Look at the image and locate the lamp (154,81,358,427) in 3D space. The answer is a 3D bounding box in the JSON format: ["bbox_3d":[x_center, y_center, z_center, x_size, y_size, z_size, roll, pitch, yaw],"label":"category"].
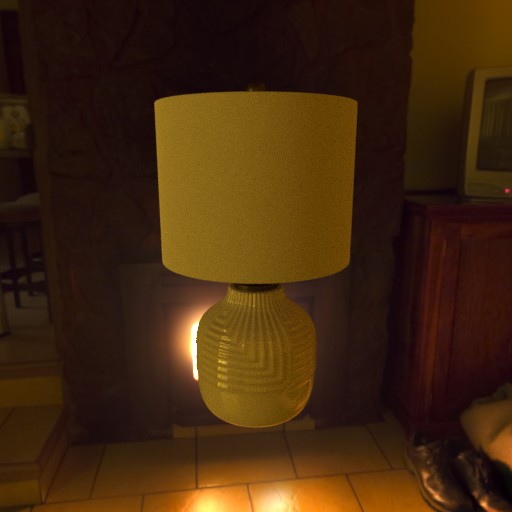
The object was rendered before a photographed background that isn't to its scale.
[{"bbox_3d":[0.000,0.000,0.767,0.318,0.567,0.318,0,13,0],"label":"lamp"}]
